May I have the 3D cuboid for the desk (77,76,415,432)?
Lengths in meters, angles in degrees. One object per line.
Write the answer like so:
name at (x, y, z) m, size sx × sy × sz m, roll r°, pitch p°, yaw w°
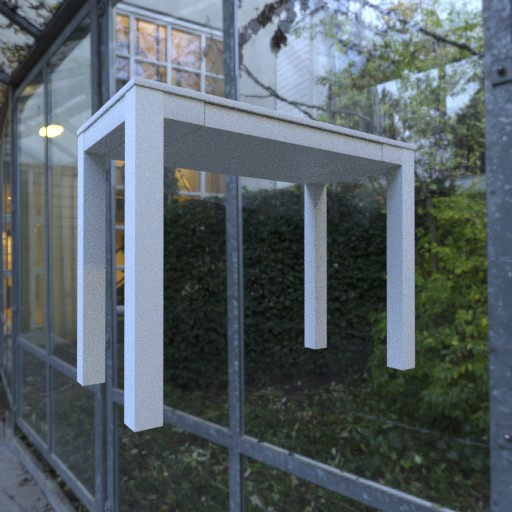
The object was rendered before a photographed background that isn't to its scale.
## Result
desk at (0.000, 0.000, 1.435) m, size 0.990 × 0.762 × 0.497 m, roll 0°, pitch -1°, yaw -35°
